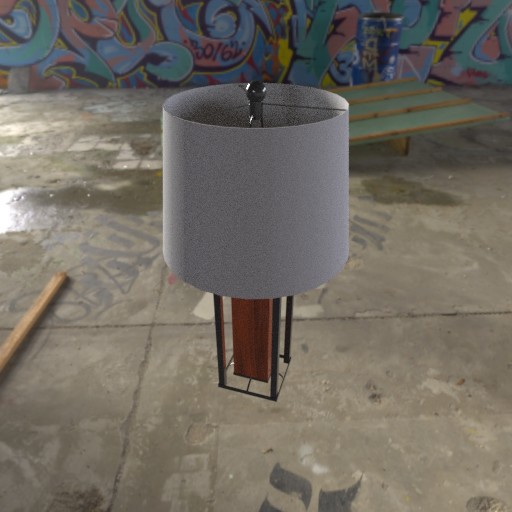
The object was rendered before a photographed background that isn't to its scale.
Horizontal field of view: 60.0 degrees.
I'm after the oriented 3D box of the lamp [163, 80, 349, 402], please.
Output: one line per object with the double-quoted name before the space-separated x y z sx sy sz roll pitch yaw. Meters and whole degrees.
"lamp" 0.000 0.000 0.788 0.320 0.591 0.320 0 32 0
